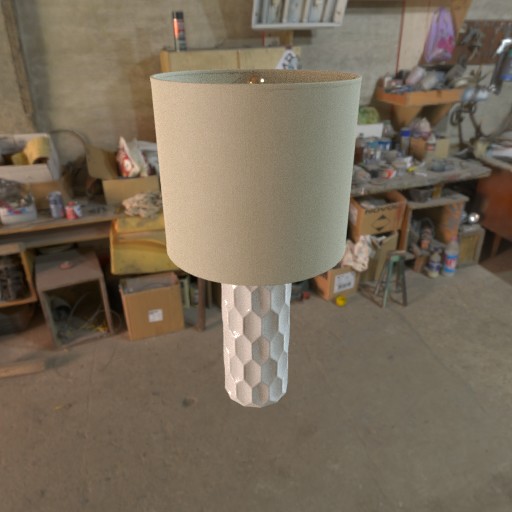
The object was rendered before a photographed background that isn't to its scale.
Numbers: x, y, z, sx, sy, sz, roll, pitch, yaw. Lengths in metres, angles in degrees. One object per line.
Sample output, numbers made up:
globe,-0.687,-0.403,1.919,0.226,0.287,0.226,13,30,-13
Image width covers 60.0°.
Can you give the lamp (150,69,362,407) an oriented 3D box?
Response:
lamp,0.000,0.000,0.708,0.277,0.537,0.277,18,31,32
